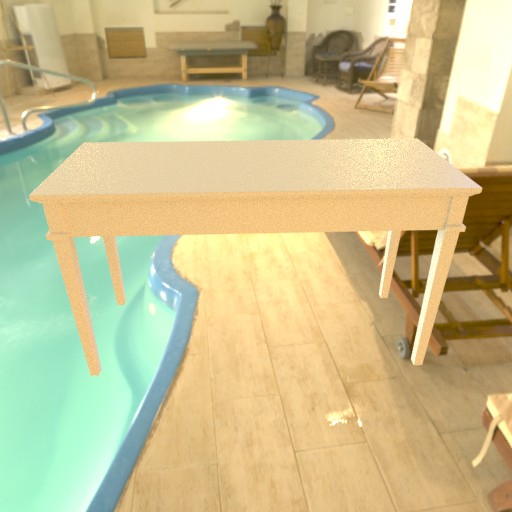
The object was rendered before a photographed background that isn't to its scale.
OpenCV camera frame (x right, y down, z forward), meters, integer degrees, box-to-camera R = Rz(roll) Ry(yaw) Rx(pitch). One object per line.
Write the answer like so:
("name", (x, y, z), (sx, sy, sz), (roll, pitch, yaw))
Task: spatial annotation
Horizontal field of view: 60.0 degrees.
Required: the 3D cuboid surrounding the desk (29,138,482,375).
("desk", (0.000, 0.000, 1.774), (1.372, 0.774, 0.559), (-1, 30, -2))
